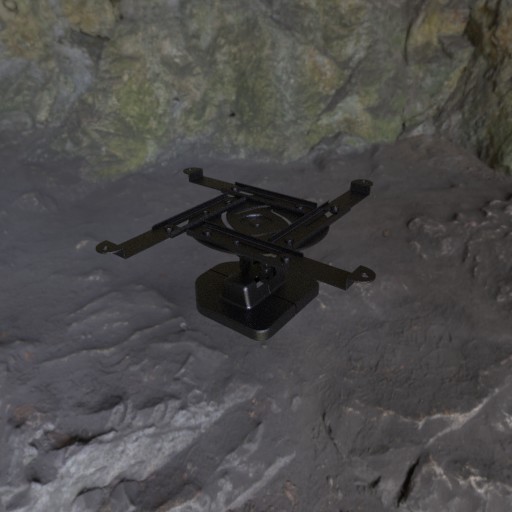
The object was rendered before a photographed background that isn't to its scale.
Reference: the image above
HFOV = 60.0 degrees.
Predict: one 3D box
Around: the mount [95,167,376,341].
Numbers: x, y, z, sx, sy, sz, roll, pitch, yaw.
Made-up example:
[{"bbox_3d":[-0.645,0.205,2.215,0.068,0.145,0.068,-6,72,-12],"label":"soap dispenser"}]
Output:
[{"bbox_3d":[0.000,0.000,0.622,0.394,0.141,0.394,20,35,31],"label":"mount"}]
